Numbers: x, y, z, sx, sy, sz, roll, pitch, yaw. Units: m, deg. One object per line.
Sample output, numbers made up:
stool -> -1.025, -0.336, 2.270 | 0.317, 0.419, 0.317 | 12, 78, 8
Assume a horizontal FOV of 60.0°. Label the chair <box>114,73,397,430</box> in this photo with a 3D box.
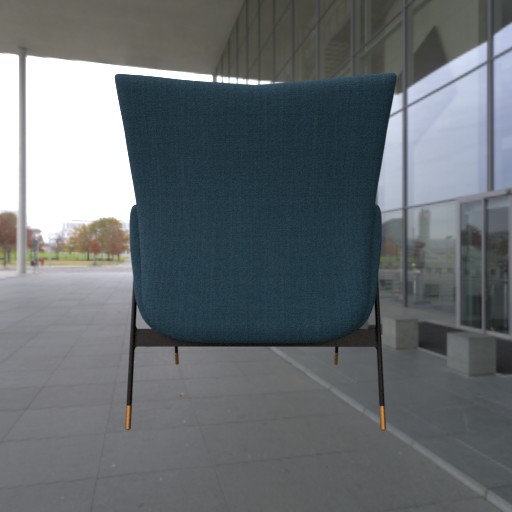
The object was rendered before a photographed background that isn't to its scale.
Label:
chair -> 0.000, 0.000, 1.395 | 0.678, 0.859, 0.769 | 0, 0, 0
